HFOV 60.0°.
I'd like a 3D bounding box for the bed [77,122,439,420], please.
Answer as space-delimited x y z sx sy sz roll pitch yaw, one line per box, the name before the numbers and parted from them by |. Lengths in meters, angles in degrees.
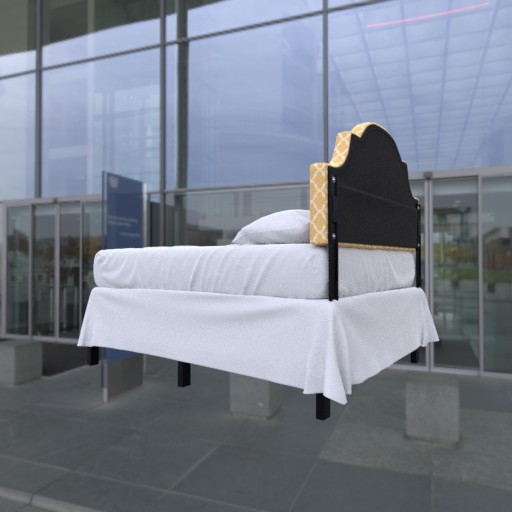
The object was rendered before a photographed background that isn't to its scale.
bed | 0.000 0.000 3.359 2.222 1.633 1.780 -1 -1 36
